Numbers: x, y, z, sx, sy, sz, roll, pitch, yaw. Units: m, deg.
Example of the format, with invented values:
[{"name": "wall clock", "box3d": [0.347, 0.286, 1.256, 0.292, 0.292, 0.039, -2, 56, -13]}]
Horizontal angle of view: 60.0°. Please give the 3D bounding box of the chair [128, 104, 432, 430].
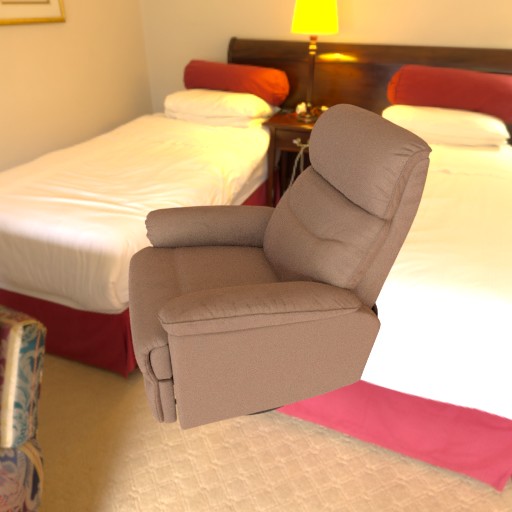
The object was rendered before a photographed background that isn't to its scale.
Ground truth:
[{"name": "chair", "box3d": [0.000, 0.000, 1.732, 1.004, 1.037, 0.820, -8, 31, -13]}]
